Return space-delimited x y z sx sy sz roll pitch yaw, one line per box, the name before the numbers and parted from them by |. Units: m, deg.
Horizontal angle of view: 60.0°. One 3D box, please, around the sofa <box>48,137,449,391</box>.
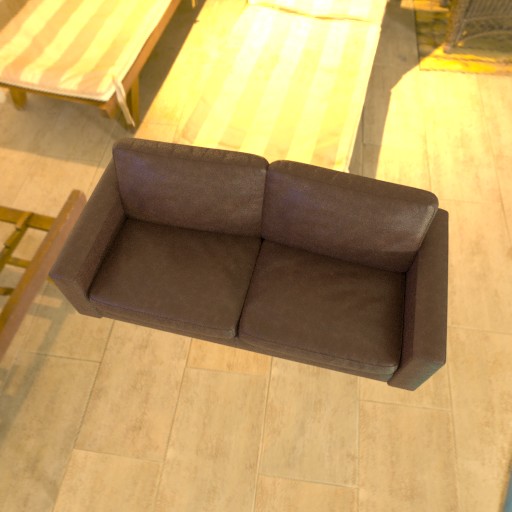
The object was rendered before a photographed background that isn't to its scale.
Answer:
sofa | 0.000 0.000 2.672 2.179 0.873 1.016 12 60 7
